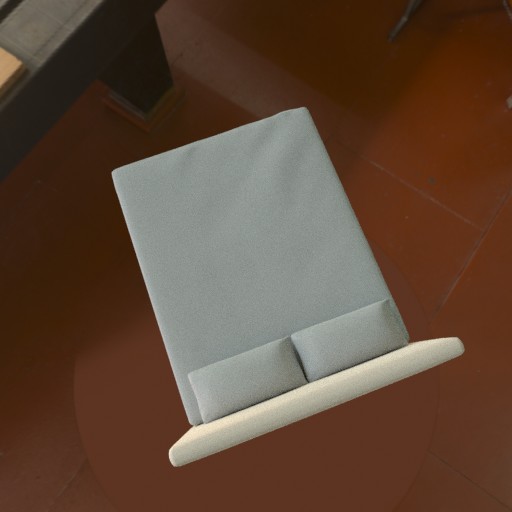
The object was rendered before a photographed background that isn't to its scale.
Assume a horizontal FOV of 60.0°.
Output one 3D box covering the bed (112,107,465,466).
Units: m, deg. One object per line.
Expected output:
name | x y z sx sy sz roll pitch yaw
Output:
bed | 0.000 0.000 3.192 1.748 1.330 2.142 -20 77 -5
